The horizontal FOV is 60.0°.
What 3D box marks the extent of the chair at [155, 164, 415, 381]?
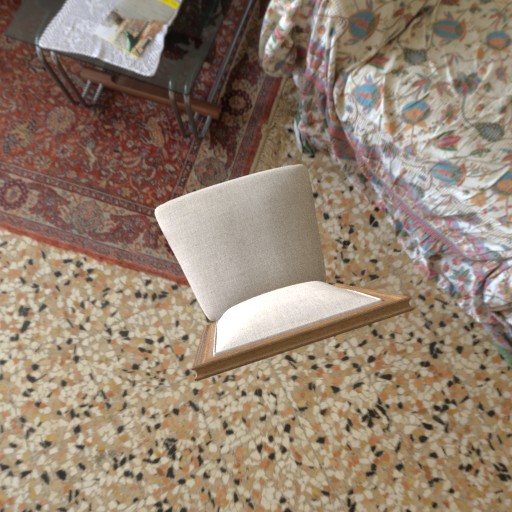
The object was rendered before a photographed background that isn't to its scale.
[{"bbox_3d":[0.000,0.000,1.331,0.536,0.988,0.601,-17,76,-4],"label":"chair"}]
